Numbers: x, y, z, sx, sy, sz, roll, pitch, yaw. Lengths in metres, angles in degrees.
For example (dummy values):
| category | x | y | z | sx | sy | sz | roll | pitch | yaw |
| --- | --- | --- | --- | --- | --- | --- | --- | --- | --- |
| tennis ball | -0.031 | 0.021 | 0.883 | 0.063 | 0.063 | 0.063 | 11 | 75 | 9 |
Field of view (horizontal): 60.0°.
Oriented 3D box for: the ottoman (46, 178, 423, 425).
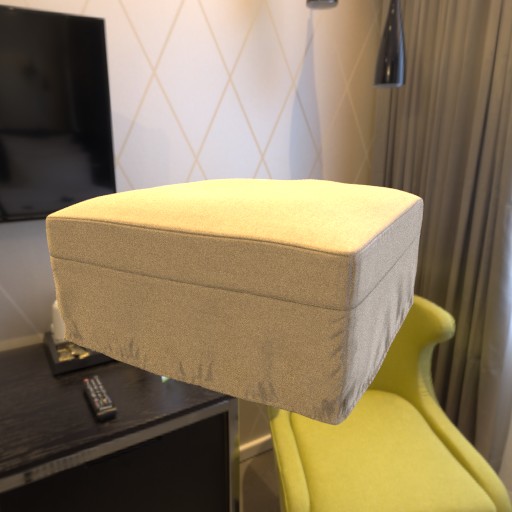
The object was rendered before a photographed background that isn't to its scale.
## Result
| category | x | y | z | sx | sy | sz | roll | pitch | yaw |
| --- | --- | --- | --- | --- | --- | --- | --- | --- | --- |
| ottoman | 0.000 | 0.000 | 1.348 | 0.843 | 0.436 | 0.840 | 8 | 17 | 27 |
